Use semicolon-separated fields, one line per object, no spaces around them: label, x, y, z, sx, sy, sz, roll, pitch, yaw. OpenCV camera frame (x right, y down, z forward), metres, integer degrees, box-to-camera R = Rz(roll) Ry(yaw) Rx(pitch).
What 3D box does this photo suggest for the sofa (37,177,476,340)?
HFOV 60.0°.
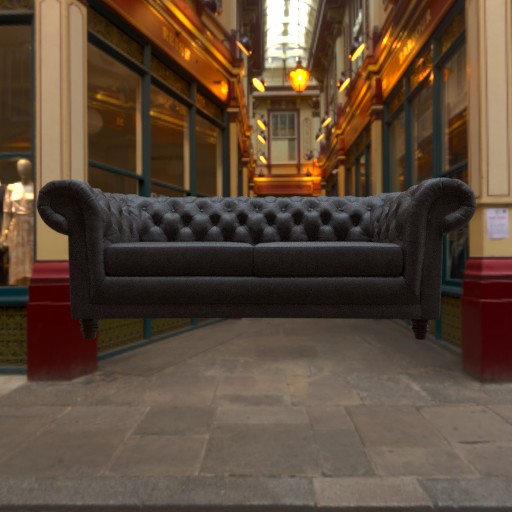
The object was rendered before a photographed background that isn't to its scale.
sofa;0.000;0.000;2.498;2.048;0.779;0.944;0;0;1
